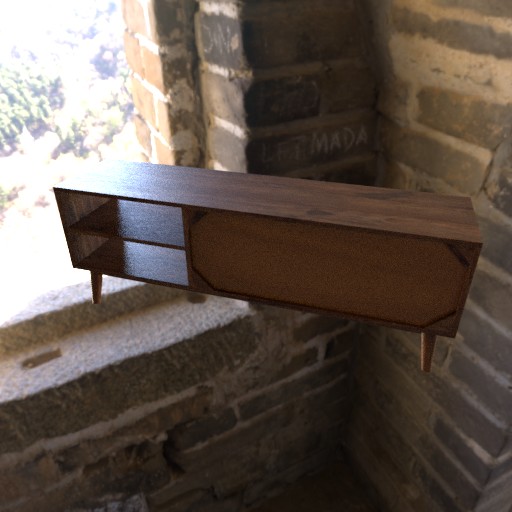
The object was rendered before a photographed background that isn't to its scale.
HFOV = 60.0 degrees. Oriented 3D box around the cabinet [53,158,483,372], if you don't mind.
[{"bbox_3d":[0.000,0.000,1.711,1.448,0.528,0.349,9,31,15],"label":"cabinet"}]
